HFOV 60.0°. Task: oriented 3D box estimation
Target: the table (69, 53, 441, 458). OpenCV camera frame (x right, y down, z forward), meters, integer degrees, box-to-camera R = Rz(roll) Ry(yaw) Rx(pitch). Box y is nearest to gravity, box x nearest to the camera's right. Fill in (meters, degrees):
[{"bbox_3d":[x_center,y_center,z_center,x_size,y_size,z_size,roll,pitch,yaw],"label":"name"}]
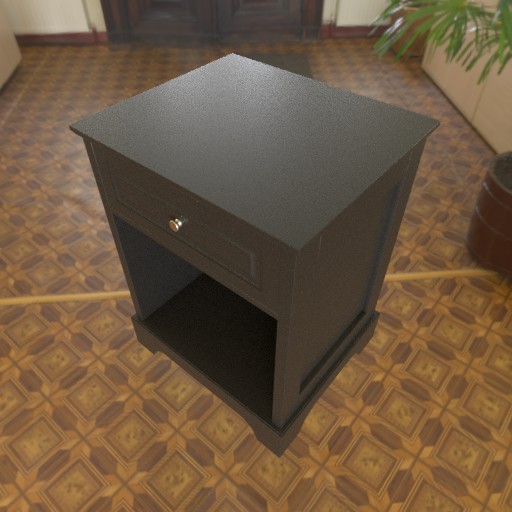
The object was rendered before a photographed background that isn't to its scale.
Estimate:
[{"bbox_3d":[0.000,0.000,0.936,0.460,0.610,0.399,30,52,27],"label":"table"}]
